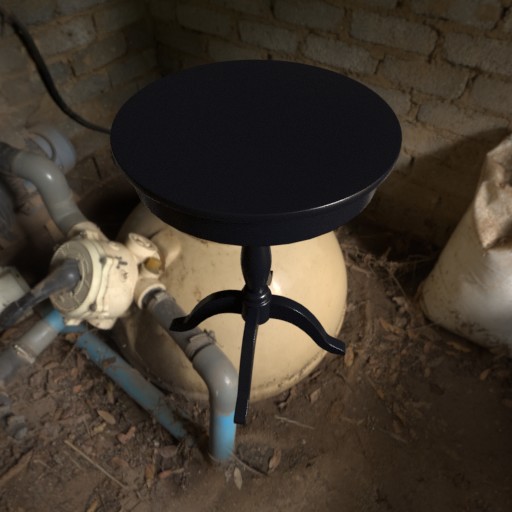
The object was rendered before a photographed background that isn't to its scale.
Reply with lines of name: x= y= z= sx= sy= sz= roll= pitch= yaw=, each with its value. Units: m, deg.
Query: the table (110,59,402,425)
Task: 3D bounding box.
table: x=0.000 y=0.000 z=0.980 sx=0.481 sy=0.665 sz=0.481 roll=0 pitch=47 yaw=0
